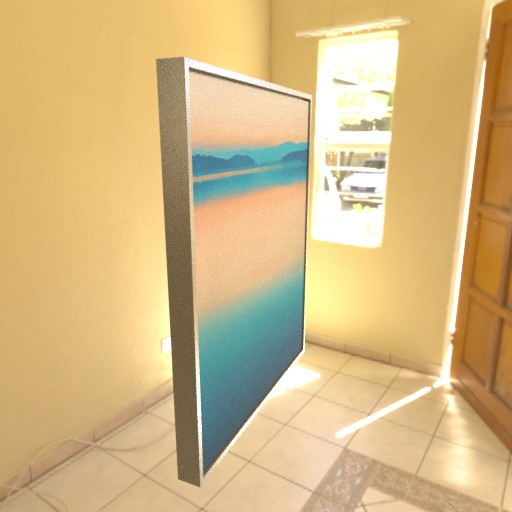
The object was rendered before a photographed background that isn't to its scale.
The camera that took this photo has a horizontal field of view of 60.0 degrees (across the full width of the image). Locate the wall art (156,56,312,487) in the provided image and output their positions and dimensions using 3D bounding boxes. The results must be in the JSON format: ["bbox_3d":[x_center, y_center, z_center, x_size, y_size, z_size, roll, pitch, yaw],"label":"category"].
[{"bbox_3d":[0.000,0.000,0.753,0.037,0.554,0.453,7,16,24],"label":"wall art"}]
